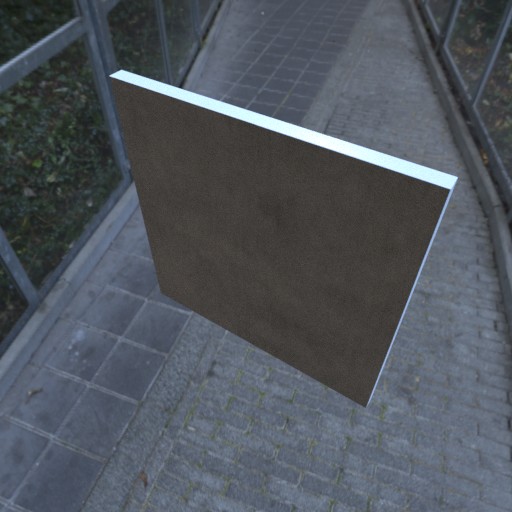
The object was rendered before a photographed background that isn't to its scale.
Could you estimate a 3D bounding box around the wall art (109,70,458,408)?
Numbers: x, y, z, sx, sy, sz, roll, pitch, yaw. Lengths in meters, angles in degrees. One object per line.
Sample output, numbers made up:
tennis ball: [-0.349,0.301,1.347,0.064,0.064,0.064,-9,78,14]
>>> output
wall art: [0.000,0.000,0.674,0.455,0.453,0.023,25,51,23]
